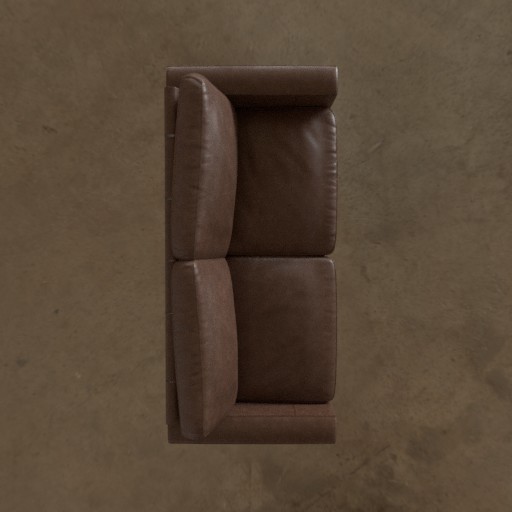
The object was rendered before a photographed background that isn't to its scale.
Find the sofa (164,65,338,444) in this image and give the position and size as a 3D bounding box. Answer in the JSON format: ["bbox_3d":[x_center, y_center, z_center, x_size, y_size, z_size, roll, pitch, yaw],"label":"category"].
[{"bbox_3d":[0.000,0.000,2.659,1.016,0.873,2.179,0,91,0],"label":"sofa"}]
